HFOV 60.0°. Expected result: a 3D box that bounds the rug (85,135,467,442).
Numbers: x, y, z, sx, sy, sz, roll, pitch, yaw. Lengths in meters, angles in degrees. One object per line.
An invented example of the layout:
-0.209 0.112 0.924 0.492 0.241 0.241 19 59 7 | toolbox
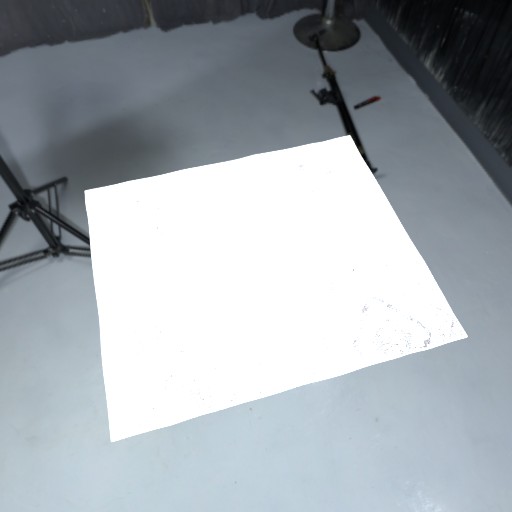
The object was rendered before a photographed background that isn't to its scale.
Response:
0.000 0.000 0.894 0.639 0.006 0.548 -14 58 -9 | rug
